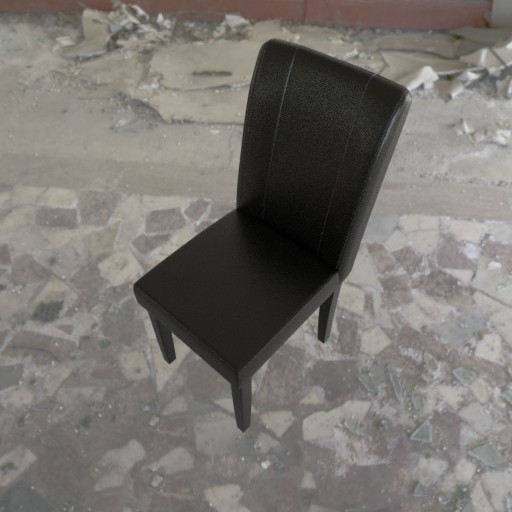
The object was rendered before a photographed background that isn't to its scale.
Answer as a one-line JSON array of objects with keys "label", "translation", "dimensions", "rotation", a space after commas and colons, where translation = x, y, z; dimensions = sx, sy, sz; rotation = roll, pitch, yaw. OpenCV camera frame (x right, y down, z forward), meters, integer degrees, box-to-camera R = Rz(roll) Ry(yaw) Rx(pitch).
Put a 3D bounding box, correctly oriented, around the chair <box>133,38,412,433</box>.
[{"label": "chair", "translation": [0.000, 0.000, 1.196], "dimensions": [0.399, 0.897, 0.556], "rotation": [34, 57, 26]}]
